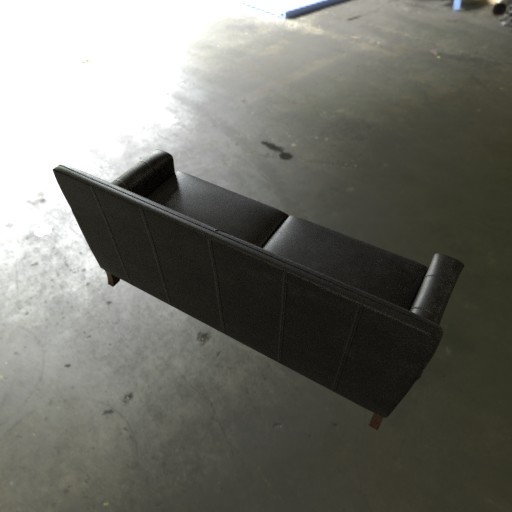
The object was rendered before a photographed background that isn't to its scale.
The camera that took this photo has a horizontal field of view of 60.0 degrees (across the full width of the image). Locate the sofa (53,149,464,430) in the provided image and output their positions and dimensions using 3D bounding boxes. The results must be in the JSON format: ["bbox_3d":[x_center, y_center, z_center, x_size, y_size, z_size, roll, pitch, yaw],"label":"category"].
[{"bbox_3d":[0.000,0.000,2.522,2.053,0.947,0.805,24,50,21],"label":"sofa"}]
